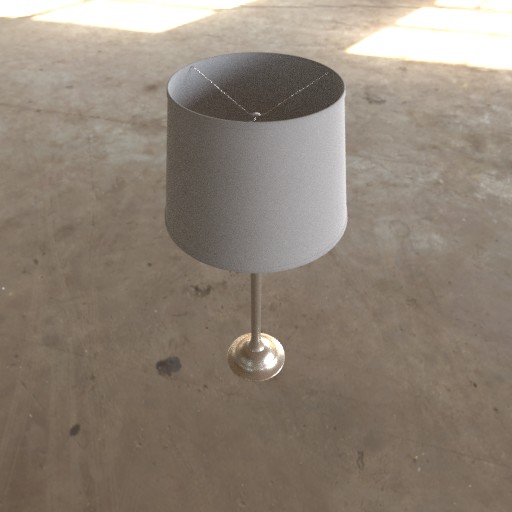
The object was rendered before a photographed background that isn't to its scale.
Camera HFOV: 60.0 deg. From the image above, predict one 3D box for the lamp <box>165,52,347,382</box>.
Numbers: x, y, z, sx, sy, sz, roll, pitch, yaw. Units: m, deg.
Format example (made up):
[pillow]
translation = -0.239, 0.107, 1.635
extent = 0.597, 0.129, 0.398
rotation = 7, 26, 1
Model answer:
[lamp]
translation = 0.000, 0.000, 0.891
extent = 0.331, 0.698, 0.331
rotation = 0, 43, 0
